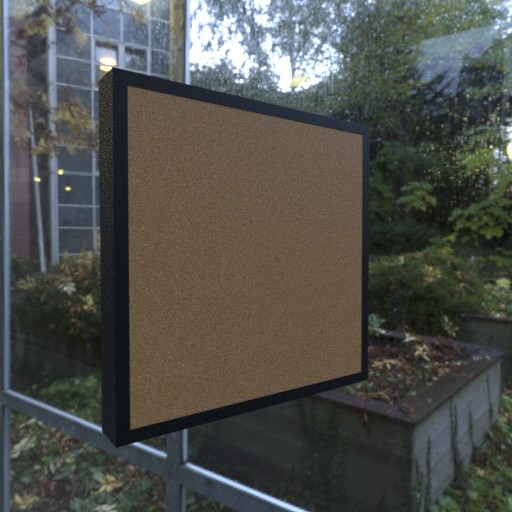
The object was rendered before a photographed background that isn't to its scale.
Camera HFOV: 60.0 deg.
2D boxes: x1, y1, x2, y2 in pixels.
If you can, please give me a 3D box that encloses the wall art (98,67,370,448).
[{"bbox_3d":[0.000,0.000,0.457,0.305,0.304,0.038,-1,2,-36],"label":"wall art"}]
